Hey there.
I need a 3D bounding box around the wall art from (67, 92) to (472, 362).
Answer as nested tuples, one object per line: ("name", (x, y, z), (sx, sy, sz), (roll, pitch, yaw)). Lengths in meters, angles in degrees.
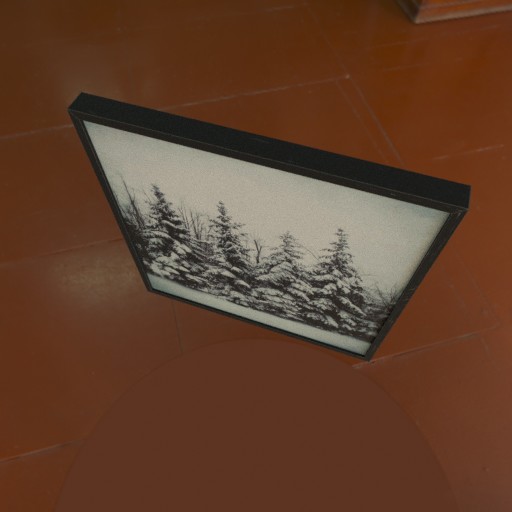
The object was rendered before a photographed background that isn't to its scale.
("wall art", (0.000, 0.000, 0.752), (0.506, 0.506, 0.036), (16, 59, 10))
